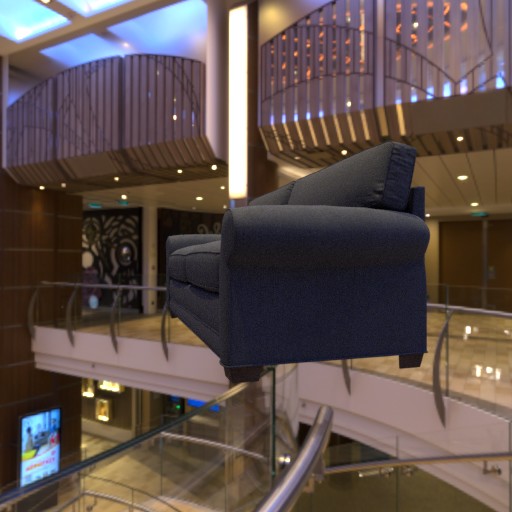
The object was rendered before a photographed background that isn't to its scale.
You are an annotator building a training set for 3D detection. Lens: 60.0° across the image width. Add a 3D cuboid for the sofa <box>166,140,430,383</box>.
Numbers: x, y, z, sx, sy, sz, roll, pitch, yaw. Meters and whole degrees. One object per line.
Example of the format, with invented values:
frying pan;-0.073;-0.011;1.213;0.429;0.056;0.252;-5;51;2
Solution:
sofa;0.000;0.000;2.900;0.954;1.026;2.391;0;-1;-17
